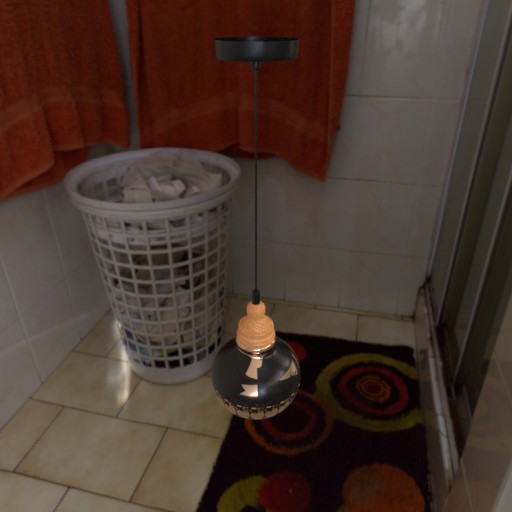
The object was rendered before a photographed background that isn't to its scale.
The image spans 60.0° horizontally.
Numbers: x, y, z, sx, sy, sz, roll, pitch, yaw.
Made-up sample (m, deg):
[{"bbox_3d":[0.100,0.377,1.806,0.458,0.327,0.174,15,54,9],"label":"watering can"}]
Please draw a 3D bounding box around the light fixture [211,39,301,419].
[{"bbox_3d":[0.000,0.000,1.823,0.430,1.606,0.430,8,30,14],"label":"light fixture"}]
